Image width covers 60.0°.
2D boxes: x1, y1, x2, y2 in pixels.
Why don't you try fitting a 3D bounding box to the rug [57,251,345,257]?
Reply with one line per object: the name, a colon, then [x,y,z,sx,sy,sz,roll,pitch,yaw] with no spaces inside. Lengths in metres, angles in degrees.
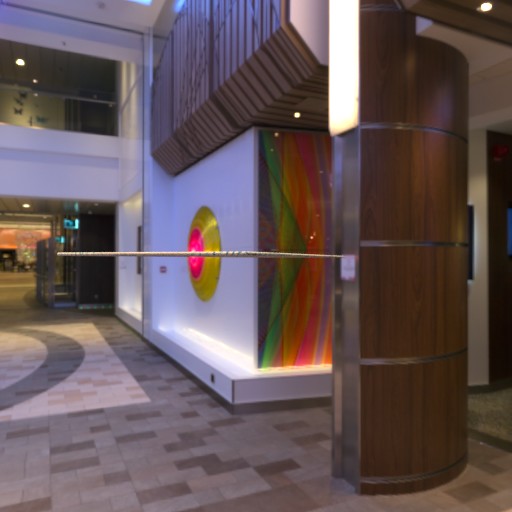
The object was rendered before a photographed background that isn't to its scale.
rug: [0.000,0.000,2.714,0.775,0.012,2.452,0,0,18]
